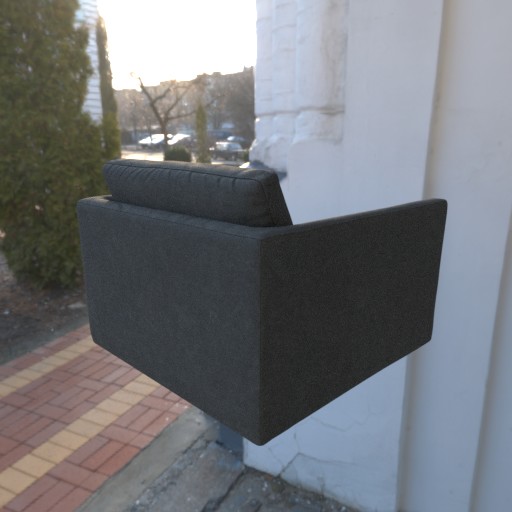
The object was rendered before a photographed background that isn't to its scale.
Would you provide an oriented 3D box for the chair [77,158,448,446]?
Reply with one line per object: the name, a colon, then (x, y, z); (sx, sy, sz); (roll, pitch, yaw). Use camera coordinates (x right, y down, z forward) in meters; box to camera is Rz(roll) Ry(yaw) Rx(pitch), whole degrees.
chair: (0.000, 0.000, 1.900); (1.190, 0.845, 1.091); (14, 20, 42)
